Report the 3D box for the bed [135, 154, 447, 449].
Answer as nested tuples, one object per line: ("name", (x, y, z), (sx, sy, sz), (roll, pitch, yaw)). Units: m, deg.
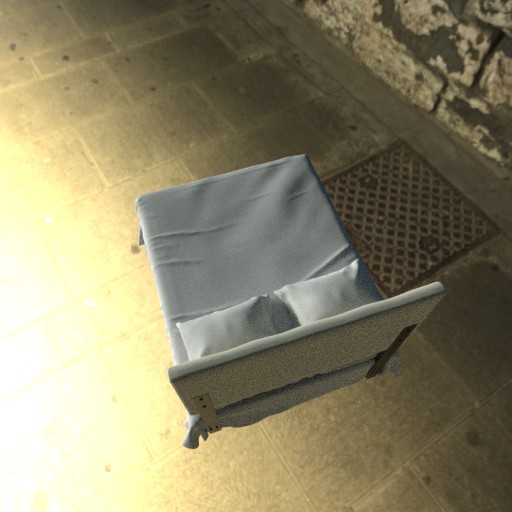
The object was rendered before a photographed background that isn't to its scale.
("bed", (0.000, 0.000, 3.553), (1.936, 1.577, 2.222), (-16, 60, -9))
